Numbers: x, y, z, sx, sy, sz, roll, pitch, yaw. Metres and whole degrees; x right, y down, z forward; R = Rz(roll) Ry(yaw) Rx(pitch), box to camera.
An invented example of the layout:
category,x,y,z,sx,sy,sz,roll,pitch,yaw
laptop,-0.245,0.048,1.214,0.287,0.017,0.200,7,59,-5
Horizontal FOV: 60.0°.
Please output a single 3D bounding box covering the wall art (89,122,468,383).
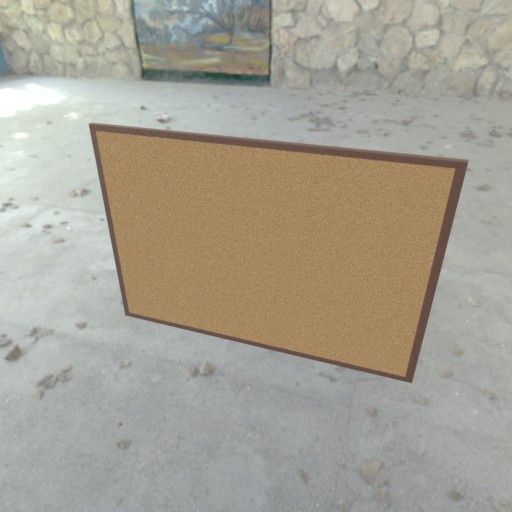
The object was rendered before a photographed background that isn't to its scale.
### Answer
category,x,y,z,sx,sy,sz,roll,pitch,yaw
wall art,0.000,0.000,0.861,0.660,0.455,0.014,10,32,16
